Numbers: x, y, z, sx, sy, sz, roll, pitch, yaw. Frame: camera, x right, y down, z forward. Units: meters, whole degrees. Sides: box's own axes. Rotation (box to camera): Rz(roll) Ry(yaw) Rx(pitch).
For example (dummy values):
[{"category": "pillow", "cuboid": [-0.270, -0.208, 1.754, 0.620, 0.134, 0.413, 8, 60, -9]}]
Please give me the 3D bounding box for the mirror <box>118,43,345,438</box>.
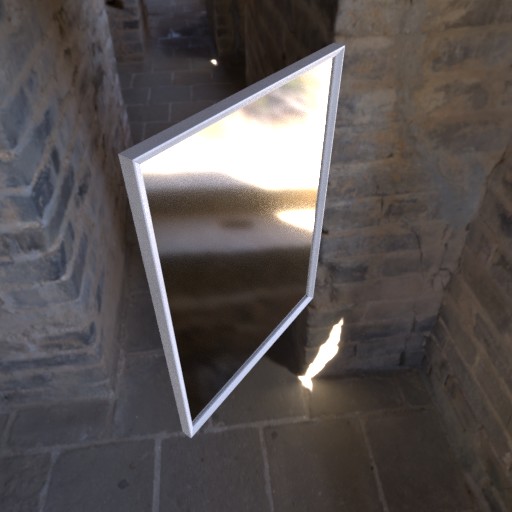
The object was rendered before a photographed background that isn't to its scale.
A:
[{"category": "mirror", "cuboid": [0.000, 0.000, 1.330, 0.041, 1.016, 0.762, 26, 48, 26]}]
